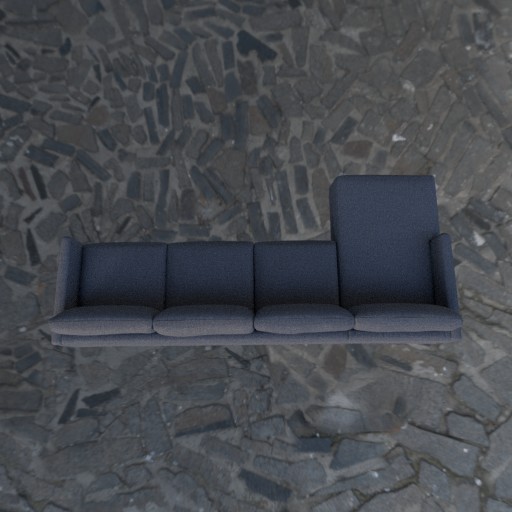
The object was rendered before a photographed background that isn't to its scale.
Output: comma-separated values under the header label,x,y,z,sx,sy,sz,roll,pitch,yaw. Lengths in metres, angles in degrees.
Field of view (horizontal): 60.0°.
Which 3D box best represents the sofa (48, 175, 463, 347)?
label,x,y,z,sx,sy,sz,roll,pitch,yaw
sofa,0.000,0.000,2.870,2.445,0.673,1.125,-1,76,0
